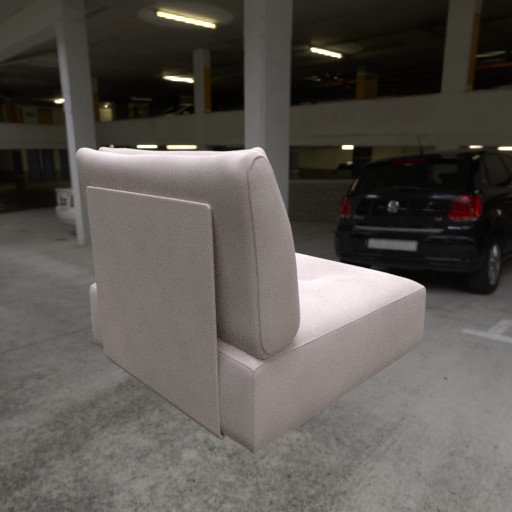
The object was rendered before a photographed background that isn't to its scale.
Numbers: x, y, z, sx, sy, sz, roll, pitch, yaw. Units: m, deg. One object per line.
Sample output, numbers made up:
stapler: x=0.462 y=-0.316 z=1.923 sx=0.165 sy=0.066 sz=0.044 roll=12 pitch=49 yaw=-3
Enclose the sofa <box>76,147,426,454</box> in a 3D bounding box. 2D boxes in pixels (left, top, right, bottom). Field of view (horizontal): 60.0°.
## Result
sofa: x=0.000 y=0.000 z=1.721 sx=1.000 sy=0.820 sz=1.000 roll=-13 pitch=19 yaw=-43
